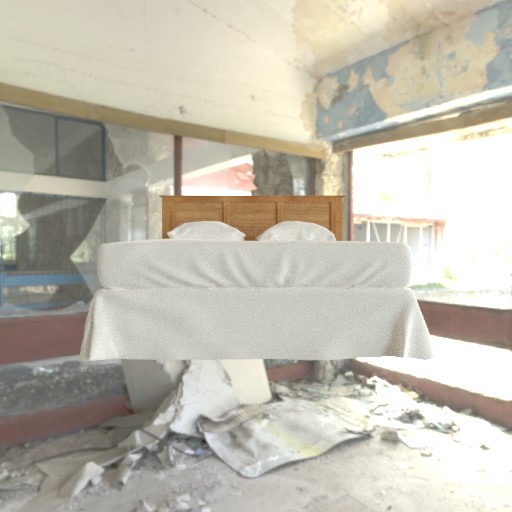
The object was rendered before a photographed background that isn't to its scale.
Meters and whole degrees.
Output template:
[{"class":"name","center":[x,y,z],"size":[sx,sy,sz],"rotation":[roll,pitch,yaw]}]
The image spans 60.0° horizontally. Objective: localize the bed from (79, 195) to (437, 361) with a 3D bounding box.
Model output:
[{"class":"bed","center":[0.000,0.000,3.733],"size":[2.317,1.270,2.215],"rotation":[0,1,0]}]
